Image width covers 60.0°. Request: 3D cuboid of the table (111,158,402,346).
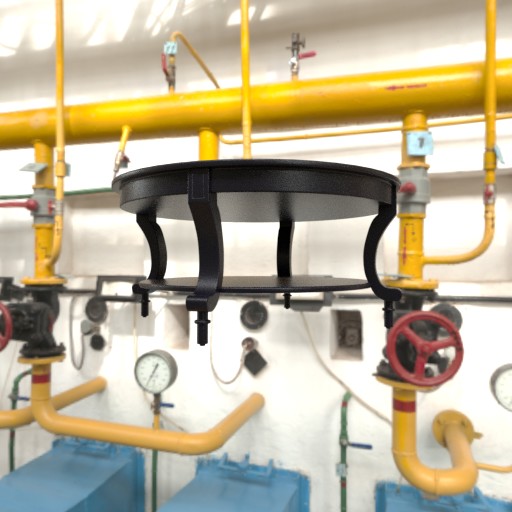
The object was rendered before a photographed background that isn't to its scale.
[{"bbox_3d":[0.000,0.000,1.643,1.029,0.491,1.029,0,0,0],"label":"table"}]
